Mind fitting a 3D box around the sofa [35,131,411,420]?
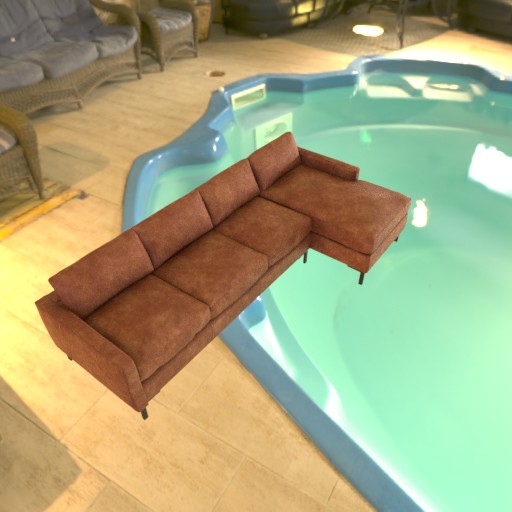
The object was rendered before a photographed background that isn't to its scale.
[{"bbox_3d":[0.000,0.000,3.644,1.471,0.859,2.993,26,47,27],"label":"sofa"}]
